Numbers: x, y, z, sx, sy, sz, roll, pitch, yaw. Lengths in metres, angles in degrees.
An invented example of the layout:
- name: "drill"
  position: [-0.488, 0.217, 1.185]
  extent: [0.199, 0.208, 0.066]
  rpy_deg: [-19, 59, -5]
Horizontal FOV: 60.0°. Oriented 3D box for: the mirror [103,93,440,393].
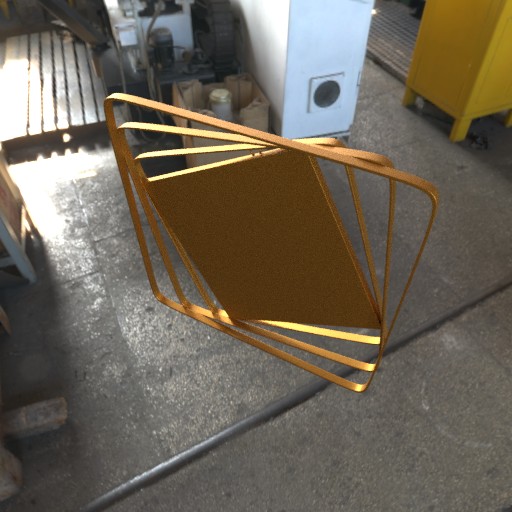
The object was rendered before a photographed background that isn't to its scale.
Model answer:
- name: "mirror"
  position: [0.000, 0.000, 0.711]
  extent: [0.470, 0.468, 0.045]
  rpy_deg: [21, 50, 19]
